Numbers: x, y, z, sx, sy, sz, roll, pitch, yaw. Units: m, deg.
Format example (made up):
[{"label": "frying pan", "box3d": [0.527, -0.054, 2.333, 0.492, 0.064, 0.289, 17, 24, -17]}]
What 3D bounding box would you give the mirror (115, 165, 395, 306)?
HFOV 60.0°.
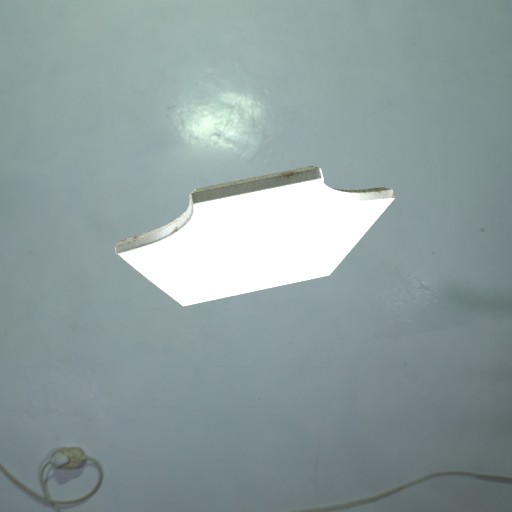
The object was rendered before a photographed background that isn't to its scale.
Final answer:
[{"label": "mirror", "box3d": [0.000, 0.000, 0.849, 0.403, 0.717, 0.022, -12, 77, -3]}]
